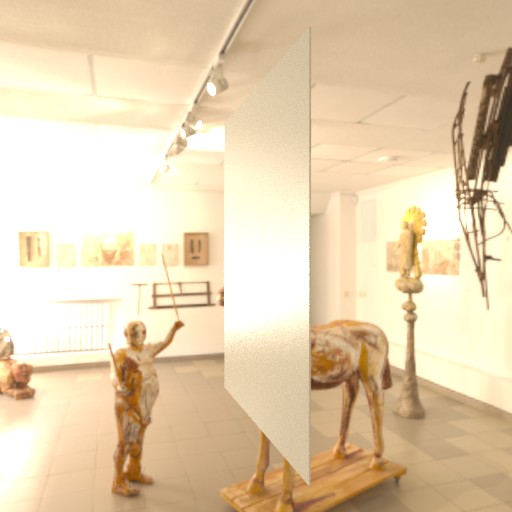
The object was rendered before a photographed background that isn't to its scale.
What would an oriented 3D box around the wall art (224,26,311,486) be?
[{"bbox_3d":[0.000,0.000,0.805,0.003,0.609,0.457,0,0,-18],"label":"wall art"}]
